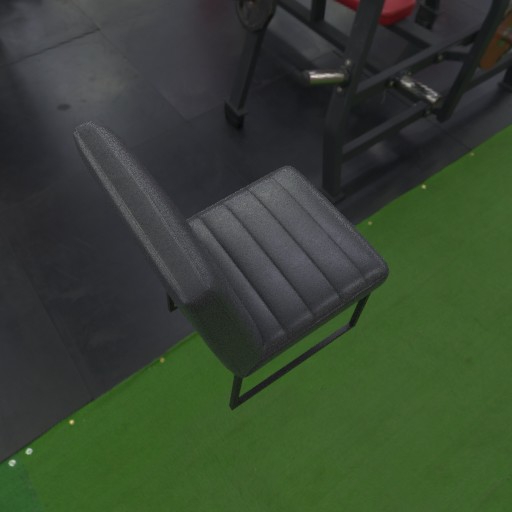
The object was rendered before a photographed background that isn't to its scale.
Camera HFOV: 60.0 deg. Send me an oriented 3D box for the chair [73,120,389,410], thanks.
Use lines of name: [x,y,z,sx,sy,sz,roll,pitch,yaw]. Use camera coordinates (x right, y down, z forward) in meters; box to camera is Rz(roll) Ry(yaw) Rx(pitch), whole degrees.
chair: [0.000,0.000,1.302,0.634,0.930,0.520,-30,63,-17]
